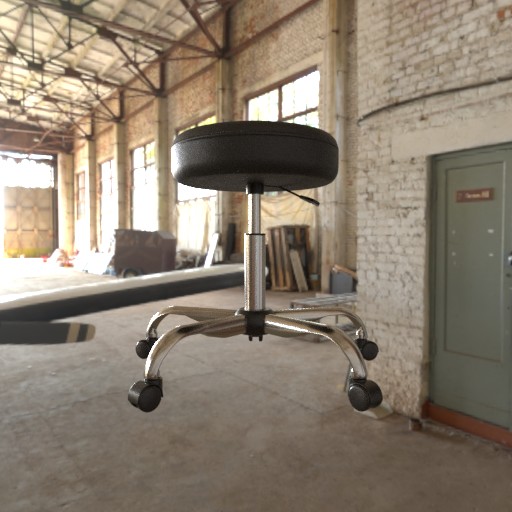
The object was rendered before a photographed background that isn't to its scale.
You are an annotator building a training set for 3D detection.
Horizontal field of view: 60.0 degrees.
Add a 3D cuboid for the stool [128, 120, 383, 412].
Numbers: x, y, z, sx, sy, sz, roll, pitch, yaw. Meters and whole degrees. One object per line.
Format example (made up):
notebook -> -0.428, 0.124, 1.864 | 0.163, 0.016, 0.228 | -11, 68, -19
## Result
stool -> 0.000, 0.000, 1.138 | 0.673, 0.576, 0.638 | 0, 2, 0
